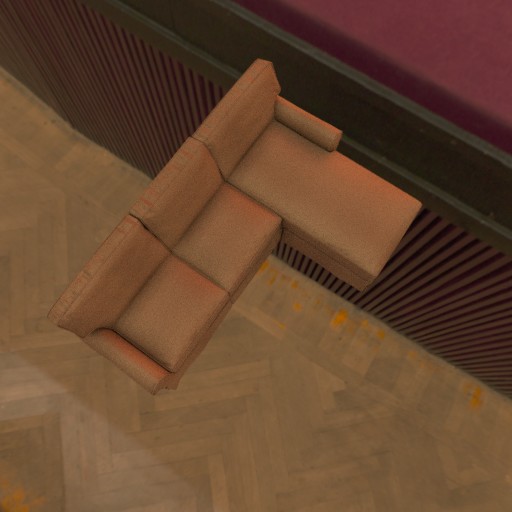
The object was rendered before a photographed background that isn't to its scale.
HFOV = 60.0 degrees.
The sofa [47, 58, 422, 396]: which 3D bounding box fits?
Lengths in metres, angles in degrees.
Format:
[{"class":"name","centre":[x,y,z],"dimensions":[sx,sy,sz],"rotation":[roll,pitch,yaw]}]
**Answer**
[{"class":"sofa","centre":[0.000,0.000,3.375],"dimensions":[1.733,0.978,2.475],"rotation":[34,77,9]}]
